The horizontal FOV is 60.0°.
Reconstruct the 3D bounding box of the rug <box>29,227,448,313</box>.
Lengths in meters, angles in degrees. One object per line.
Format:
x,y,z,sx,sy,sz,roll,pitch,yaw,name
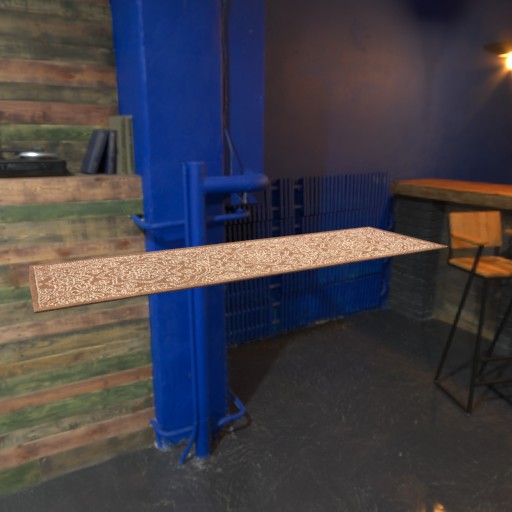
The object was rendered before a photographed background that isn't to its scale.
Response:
0.000,0.000,2.674,2.448,0.012,0.769,-8,17,-27,rug
